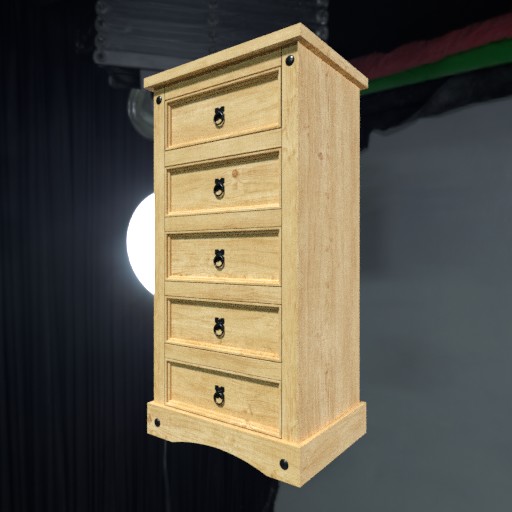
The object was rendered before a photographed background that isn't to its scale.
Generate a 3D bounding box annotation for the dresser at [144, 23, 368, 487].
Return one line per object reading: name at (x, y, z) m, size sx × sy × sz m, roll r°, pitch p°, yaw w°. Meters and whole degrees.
dresser at (0.000, 0.000, 1.302) m, size 0.531 × 1.041 × 0.390 m, roll 0°, pitch 0°, yaw 36°
